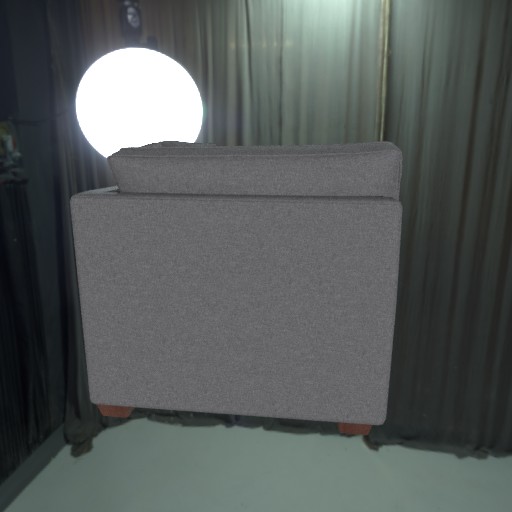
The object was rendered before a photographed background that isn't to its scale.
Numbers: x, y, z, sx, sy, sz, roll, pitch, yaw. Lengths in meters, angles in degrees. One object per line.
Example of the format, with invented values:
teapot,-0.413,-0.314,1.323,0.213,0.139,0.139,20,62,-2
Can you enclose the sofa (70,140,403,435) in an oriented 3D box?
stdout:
sofa,0.000,0.000,1.987,1.084,1.002,1.146,2,14,8
